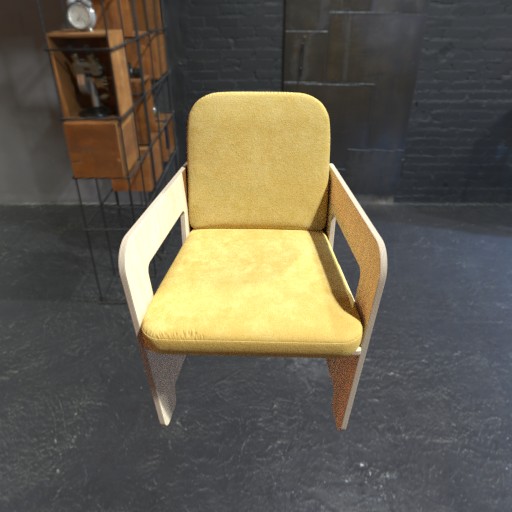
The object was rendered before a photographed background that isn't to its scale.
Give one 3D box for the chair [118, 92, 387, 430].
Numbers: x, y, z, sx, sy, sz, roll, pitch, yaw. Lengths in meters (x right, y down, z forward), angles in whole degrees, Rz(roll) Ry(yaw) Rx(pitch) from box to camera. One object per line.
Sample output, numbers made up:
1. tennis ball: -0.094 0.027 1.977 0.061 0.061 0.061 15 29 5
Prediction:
1. chair: 0.000 0.000 1.291 0.590 0.800 0.710 1 30 2
